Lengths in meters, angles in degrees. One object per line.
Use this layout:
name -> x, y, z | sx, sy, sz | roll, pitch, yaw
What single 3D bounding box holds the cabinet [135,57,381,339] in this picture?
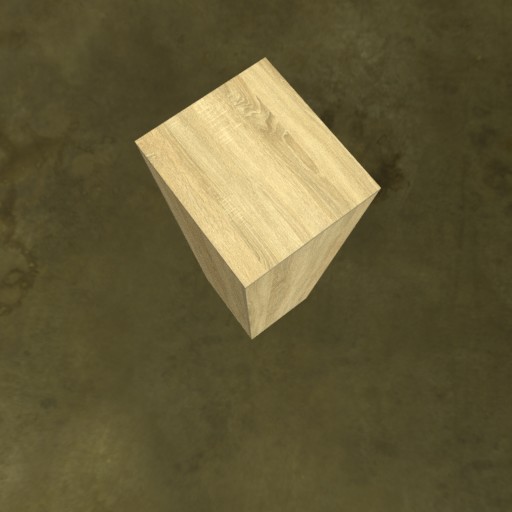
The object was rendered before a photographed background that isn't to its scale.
cabinet -> 0.000, 0.000, 2.147 | 0.450, 1.960, 0.510 | -36, 78, -9
